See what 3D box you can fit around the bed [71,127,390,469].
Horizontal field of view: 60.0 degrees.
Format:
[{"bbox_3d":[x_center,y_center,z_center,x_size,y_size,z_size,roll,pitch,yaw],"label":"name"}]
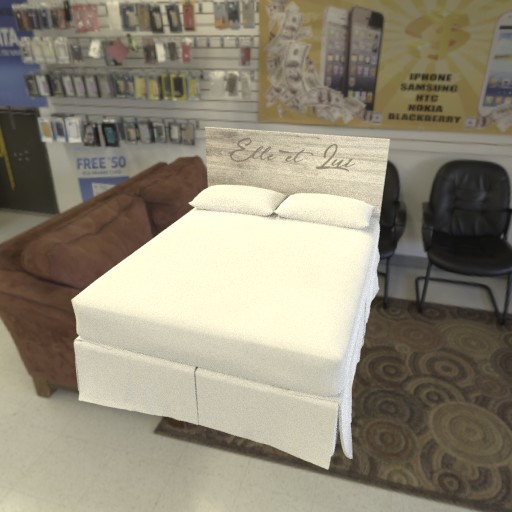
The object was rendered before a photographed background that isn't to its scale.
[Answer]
[{"bbox_3d":[0.000,0.000,3.144,1.745,1.335,2.094,9,28,17],"label":"bed"}]
